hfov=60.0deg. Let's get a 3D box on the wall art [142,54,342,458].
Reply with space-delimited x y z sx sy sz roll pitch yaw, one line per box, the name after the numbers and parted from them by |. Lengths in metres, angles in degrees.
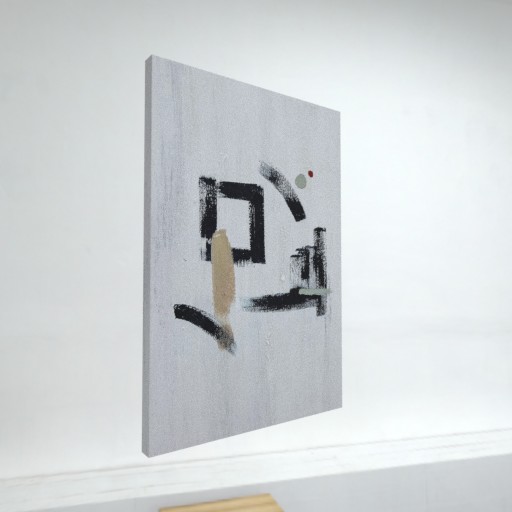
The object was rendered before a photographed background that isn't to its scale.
0.000 0.000 1.203 0.624 0.914 0.043 1 -2 -36 | wall art
